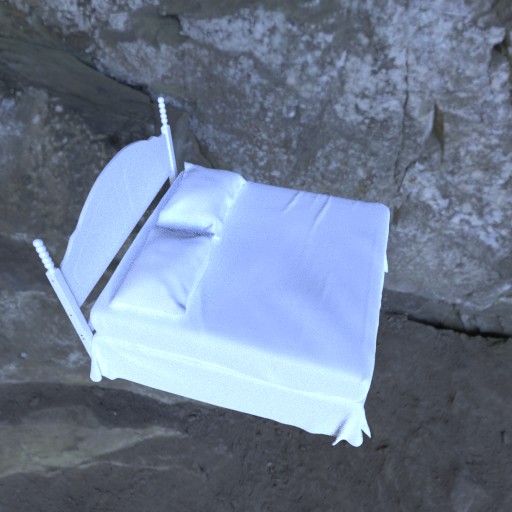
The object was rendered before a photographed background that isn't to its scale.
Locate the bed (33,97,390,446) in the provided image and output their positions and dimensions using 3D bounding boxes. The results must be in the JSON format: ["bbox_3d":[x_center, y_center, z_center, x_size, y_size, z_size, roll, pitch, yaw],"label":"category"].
[{"bbox_3d":[0.000,0.000,3.194,2.040,1.356,1.873,12,48,11],"label":"bed"}]
